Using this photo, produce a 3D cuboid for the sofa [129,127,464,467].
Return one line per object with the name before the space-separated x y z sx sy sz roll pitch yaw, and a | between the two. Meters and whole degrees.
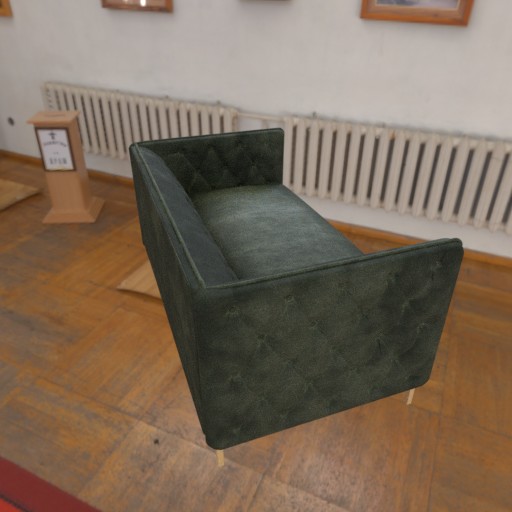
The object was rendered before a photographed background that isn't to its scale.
sofa | 0.000 0.000 2.058 0.895 0.768 1.537 -11 32 -17
